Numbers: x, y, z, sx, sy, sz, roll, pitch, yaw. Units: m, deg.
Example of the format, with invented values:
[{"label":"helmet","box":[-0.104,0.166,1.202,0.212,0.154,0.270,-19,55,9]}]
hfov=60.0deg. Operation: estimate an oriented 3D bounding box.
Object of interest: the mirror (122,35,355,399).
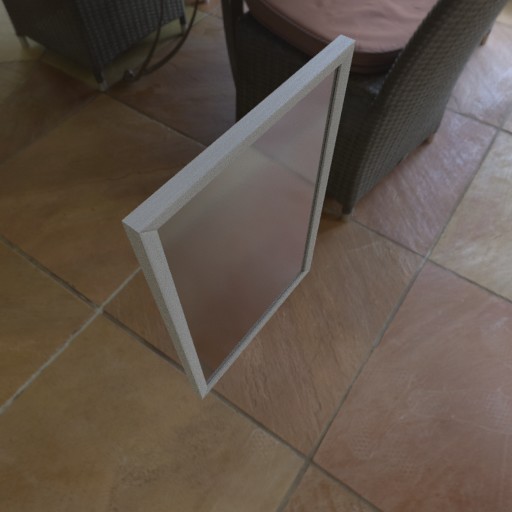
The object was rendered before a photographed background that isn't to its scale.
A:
[{"label":"mirror","box":[0.000,0.000,1.165,0.040,0.915,0.609,33,63,19]}]
